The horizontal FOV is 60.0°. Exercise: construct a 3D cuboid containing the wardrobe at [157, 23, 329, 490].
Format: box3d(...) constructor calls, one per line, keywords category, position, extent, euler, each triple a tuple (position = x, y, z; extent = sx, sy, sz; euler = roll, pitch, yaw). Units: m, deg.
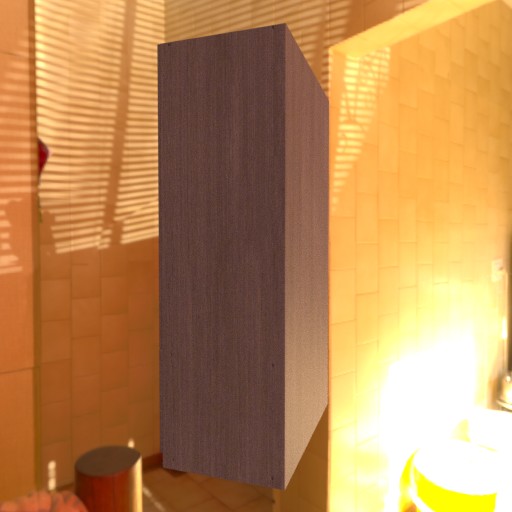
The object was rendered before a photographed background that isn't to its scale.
box3d(category="wardrobe", position=(0.000, 0.000, 2.274), extent=(0.577, 1.808, 0.991), euler=(1, 2, 19))
